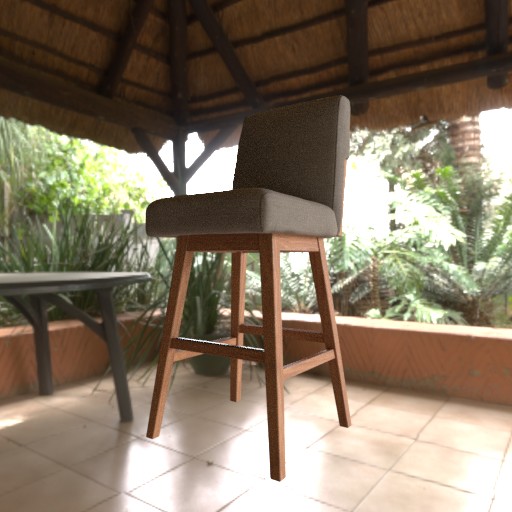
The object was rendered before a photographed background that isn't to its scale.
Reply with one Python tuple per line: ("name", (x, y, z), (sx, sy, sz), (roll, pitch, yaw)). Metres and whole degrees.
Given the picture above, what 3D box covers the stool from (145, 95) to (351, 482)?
("stool", (0.000, 0.000, 1.425), (0.483, 1.112, 0.570), (0, 0, 35))
